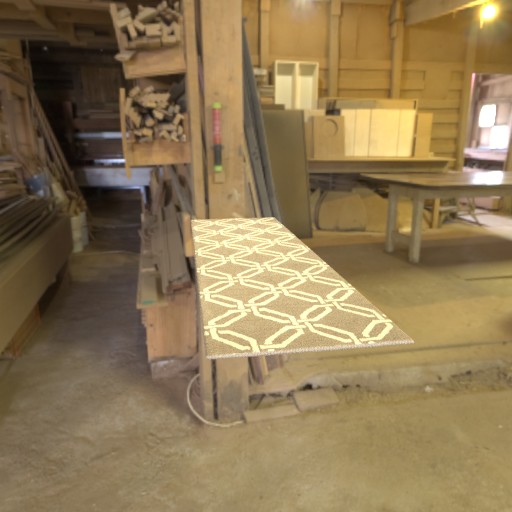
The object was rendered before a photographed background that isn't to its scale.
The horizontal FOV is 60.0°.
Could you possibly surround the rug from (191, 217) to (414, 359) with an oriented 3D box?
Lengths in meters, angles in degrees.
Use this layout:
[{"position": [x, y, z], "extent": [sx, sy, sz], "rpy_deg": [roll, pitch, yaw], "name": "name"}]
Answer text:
[{"position": [0.000, 0.000, 2.476], "extent": [0.678, 0.014, 2.276], "rpy_deg": [-2, 15, -9], "name": "rug"}]
